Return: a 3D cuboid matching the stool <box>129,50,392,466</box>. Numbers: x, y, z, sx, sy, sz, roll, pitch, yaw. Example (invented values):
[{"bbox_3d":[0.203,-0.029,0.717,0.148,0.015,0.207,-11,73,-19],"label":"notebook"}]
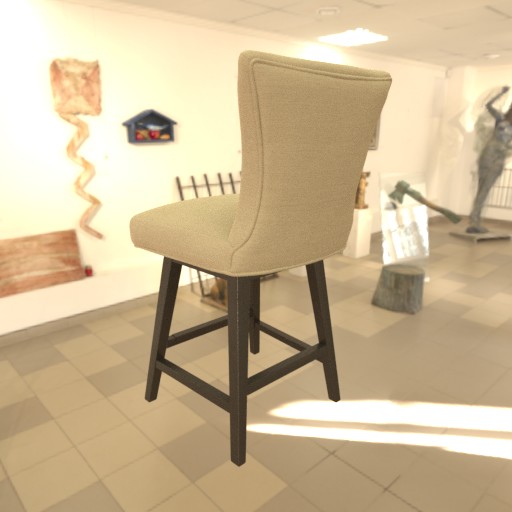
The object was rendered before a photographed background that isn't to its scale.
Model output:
[{"bbox_3d":[0.000,0.000,1.289,0.514,1.000,0.574,-14,21,-41],"label":"stool"}]
